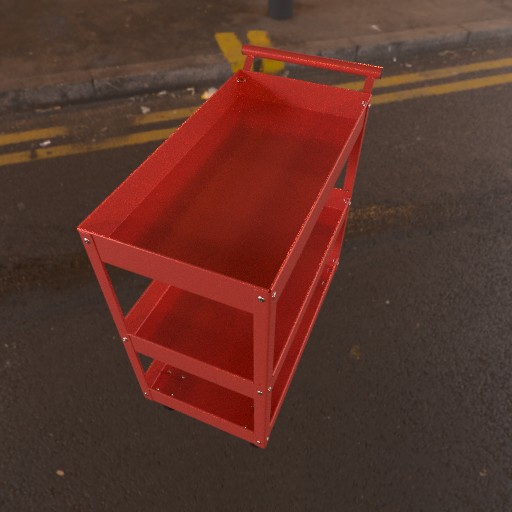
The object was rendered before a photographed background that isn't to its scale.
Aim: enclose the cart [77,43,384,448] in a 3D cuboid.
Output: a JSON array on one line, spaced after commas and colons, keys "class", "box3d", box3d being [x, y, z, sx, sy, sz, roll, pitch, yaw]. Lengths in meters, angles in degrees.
[{"class": "cart", "box3d": [0.000, 0.000, 1.167, 0.366, 0.780, 0.719, 17, 49, 16]}]
